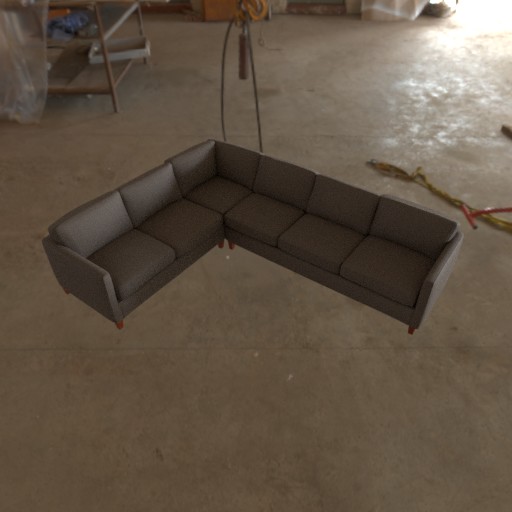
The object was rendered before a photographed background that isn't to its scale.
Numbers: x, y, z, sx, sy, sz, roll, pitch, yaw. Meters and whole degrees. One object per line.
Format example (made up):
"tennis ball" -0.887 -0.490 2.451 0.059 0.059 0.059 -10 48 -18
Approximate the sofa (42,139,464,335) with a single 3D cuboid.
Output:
"sofa" 0.000 0.000 4.453 3.302 0.947 2.593 25 46 27
